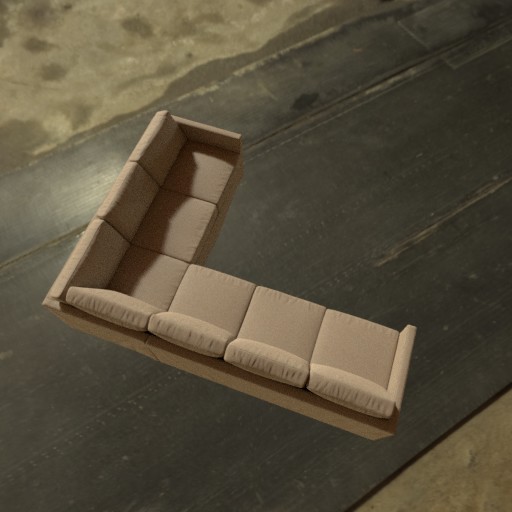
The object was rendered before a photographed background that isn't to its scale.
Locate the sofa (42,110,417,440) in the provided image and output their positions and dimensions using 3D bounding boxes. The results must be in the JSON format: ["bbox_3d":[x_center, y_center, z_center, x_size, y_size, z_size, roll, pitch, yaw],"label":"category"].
[{"bbox_3d":[0.000,0.000,4.393,3.182,0.871,2.432,18,65,9],"label":"sofa"}]
